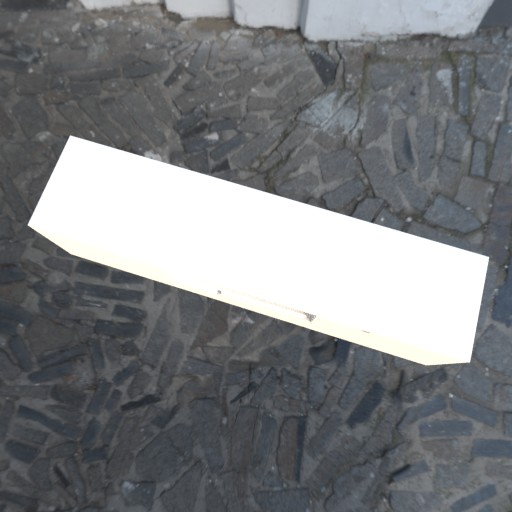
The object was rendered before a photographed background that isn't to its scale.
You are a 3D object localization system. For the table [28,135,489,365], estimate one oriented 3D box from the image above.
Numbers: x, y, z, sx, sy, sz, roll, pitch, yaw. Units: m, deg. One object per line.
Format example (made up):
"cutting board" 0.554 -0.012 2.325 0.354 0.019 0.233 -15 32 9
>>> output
"table" 0.000 0.000 1.827 1.650 0.420 0.390 17 75 5
